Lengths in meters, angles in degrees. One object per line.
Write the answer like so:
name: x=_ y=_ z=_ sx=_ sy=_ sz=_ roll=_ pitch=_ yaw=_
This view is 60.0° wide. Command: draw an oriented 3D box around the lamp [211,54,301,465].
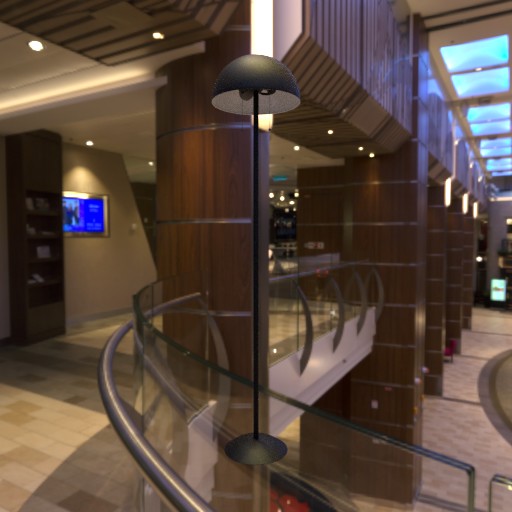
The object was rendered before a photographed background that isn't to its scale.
lamp: x=0.000 y=0.000 z=1.665 sx=0.328 sy=1.480 sz=0.328 roll=-1 pitch=3 yaw=-16
